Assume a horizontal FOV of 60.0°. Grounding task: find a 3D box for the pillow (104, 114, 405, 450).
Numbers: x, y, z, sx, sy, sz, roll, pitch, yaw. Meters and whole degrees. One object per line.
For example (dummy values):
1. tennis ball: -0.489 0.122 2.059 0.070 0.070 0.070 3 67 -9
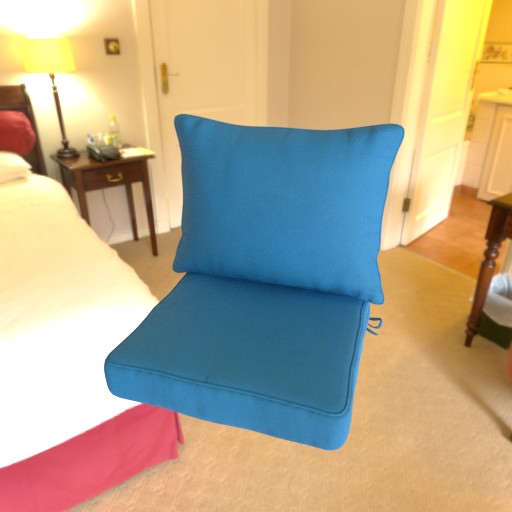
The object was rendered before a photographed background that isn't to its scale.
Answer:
1. pillow: 0.000 0.000 1.345 0.798 0.725 0.733 8 27 16
